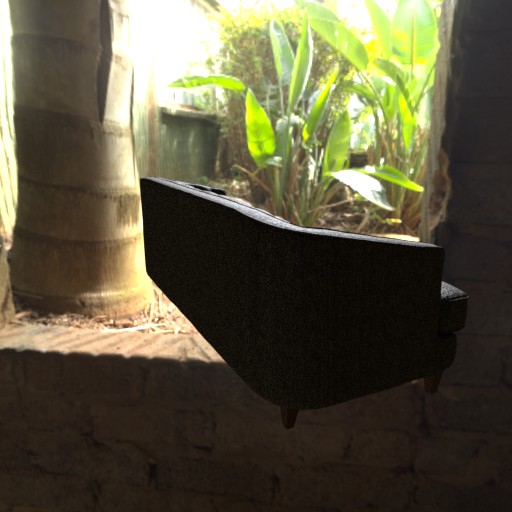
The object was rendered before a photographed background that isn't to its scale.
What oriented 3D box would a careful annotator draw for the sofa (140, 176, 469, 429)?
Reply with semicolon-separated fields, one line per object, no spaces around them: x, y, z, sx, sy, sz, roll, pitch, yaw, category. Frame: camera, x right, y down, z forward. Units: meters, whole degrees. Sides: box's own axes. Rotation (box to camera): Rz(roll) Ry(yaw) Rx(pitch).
0.000;0.000;2.650;0.941;0.855;2.278;-8;17;-26;sofa
